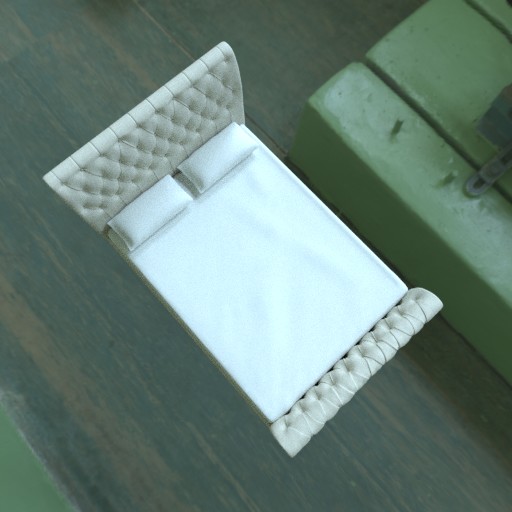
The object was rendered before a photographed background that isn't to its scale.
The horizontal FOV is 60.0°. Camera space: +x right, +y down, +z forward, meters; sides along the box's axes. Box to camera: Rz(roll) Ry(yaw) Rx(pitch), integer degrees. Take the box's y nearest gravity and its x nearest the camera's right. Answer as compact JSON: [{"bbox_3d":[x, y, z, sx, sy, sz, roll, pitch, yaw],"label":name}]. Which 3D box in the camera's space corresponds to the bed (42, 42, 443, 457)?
[{"bbox_3d":[0.000,0.000,3.434,1.606,1.268,2.493,-41,79,-10],"label":"bed"}]
